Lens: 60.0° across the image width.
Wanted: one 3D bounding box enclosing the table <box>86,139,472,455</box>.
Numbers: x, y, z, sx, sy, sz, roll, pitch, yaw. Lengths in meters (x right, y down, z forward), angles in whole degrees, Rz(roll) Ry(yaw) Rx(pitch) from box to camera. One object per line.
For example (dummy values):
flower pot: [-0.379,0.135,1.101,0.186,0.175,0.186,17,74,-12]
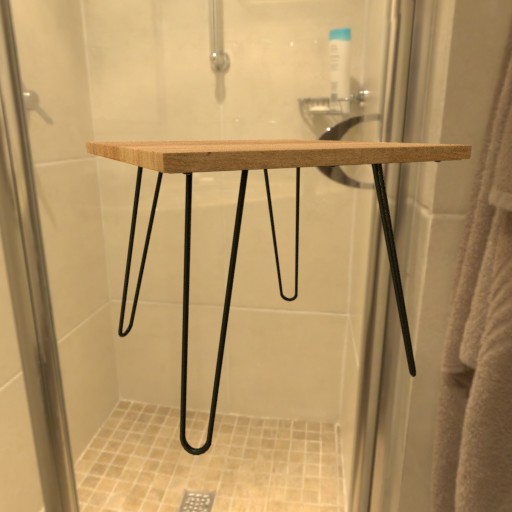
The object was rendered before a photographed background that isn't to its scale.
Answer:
table: [0.000,0.000,1.014,0.599,0.500,0.599,-9,18,-28]
